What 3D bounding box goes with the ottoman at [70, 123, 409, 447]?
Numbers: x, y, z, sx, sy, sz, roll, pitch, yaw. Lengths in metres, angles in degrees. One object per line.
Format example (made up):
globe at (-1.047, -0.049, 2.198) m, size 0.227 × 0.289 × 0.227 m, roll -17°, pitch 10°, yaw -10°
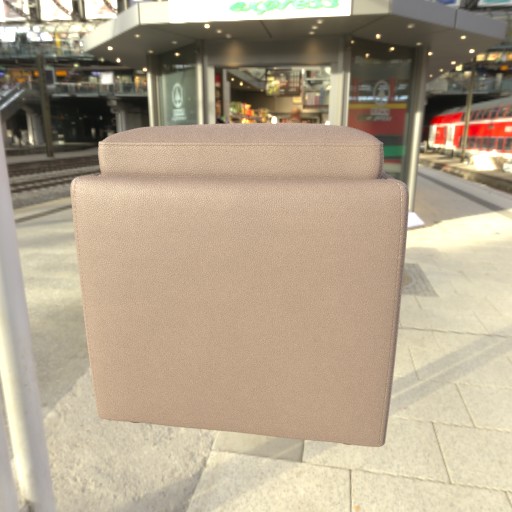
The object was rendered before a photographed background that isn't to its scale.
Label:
ottoman at (0.000, 0.000, 0.803) m, size 0.450 × 0.460 × 0.451 m, roll 2°, pitch 16°, yaw 9°
